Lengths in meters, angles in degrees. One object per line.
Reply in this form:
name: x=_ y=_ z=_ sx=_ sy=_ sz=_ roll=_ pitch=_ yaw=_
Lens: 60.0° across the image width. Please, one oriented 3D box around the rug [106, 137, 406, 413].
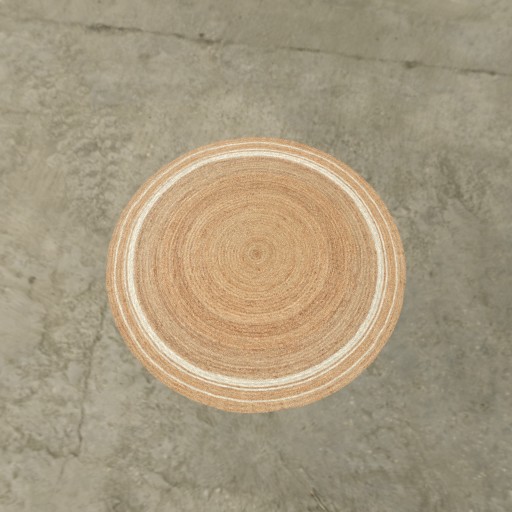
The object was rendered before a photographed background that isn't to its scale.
rug: x=0.000 y=0.000 z=3.652 sx=2.444 sy=0.015 sz=2.444 roll=0 pitch=66 yaw=0
